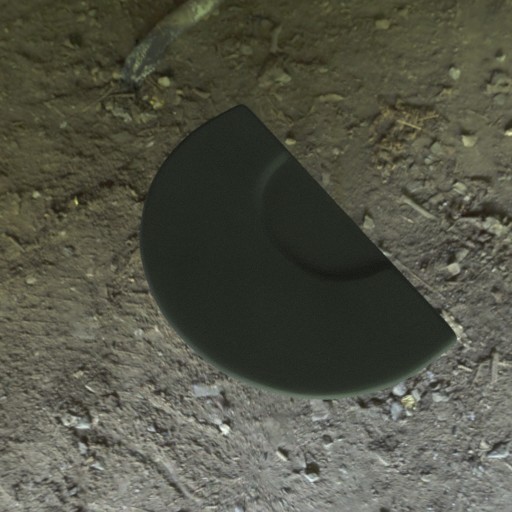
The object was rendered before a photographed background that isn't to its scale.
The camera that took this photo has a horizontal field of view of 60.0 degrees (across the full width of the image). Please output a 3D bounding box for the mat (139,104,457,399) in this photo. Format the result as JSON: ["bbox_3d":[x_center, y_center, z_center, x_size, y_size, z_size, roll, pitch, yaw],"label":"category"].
[{"bbox_3d":[0.000,0.000,1.902,0.917,0.022,1.525,-32,69,-14],"label":"mat"}]
